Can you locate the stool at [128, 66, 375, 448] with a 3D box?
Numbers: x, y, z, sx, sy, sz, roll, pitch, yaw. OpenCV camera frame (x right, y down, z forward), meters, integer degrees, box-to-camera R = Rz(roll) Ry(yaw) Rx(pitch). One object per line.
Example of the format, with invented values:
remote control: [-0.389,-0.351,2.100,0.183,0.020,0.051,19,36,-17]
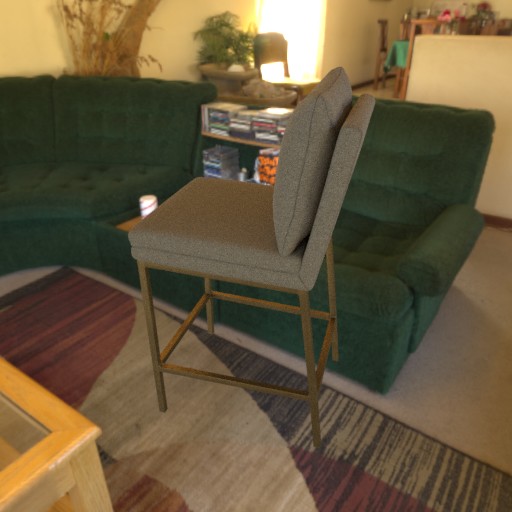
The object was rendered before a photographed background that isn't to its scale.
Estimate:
stool: [0.000,0.000,1.340,0.569,1.030,0.463,8,30,15]
